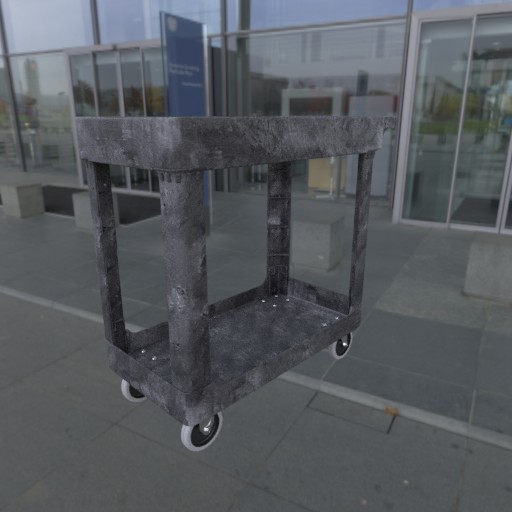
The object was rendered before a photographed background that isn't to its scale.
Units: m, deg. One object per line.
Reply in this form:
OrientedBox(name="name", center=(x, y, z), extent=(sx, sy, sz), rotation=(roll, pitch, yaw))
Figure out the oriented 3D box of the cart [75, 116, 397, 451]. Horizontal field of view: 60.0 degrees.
OrientedBox(name="cart", center=(0.000, 0.000, 1.372), extent=(0.420, 0.824, 0.877), rotation=(17, 24, 42))
